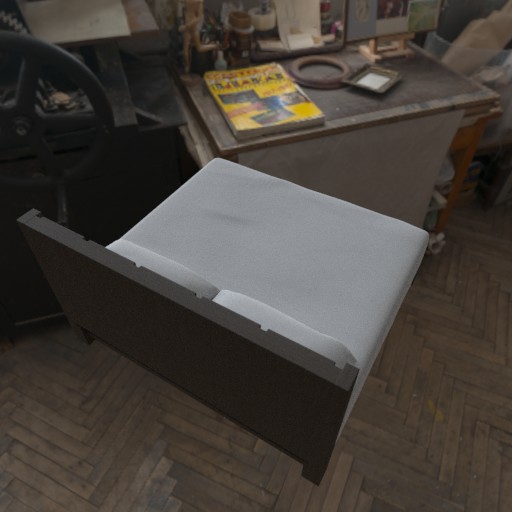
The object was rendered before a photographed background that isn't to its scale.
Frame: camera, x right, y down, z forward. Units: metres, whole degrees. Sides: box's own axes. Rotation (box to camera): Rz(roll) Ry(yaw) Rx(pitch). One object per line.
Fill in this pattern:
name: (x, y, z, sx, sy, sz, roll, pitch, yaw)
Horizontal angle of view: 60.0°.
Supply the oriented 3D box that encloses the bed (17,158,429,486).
bed: (0.000, 0.000, 3.322, 2.134, 1.270, 2.012, 23, 51, 21)
